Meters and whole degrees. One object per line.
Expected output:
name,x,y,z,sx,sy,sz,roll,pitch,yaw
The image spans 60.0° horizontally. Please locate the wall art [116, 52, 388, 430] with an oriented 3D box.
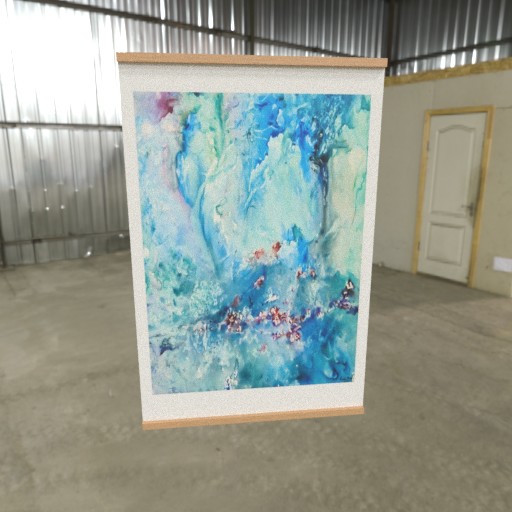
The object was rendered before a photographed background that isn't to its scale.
wall art,0.000,0.000,0.732,0.401,0.611,0.016,-2,14,-7
